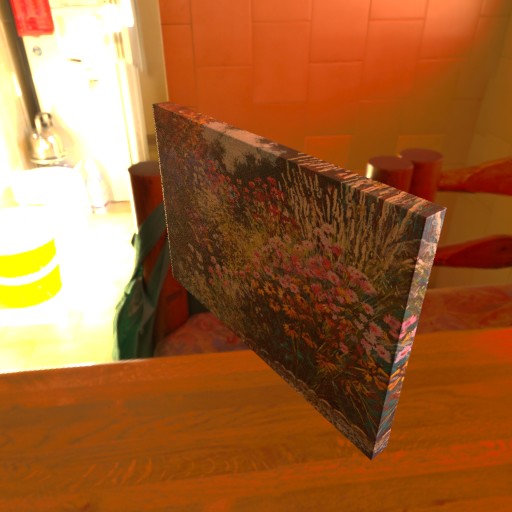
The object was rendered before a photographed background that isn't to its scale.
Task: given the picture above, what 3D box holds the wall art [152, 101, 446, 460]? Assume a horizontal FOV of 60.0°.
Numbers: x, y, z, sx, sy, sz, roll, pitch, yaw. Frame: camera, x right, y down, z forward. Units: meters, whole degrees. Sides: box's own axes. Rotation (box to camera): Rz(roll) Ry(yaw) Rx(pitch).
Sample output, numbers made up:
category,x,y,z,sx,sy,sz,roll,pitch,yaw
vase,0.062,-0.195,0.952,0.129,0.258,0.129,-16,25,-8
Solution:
category,x,y,z,sx,sy,sz,roll,pitch,yaw
wall art,0.000,0.000,0.770,0.037,0.406,0.610,-22,38,-31
